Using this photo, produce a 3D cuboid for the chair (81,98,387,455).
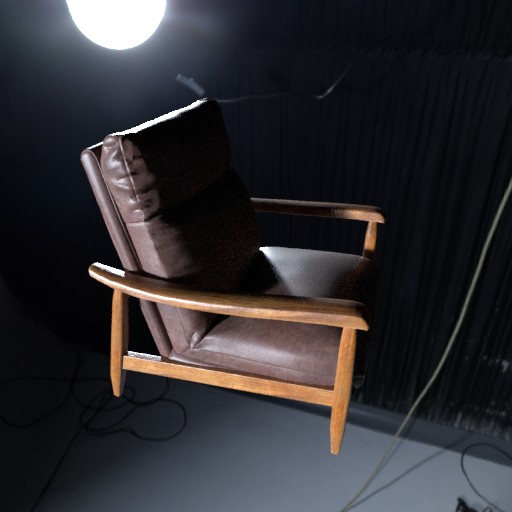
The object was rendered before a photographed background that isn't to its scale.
[{"bbox_3d":[0.000,0.000,1.493,0.830,0.897,0.782,9,30,16],"label":"chair"}]
